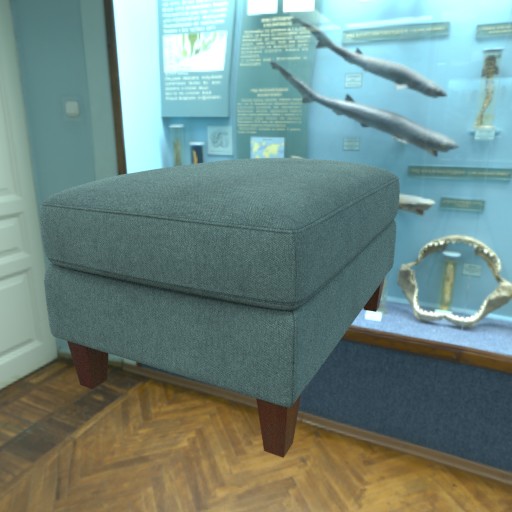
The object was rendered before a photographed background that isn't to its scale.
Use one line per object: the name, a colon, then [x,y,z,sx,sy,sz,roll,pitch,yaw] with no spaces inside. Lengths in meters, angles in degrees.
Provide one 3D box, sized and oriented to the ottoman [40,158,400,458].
ottoman: [0.000,0.000,1.163,0.584,0.483,0.864,8,18,26]
